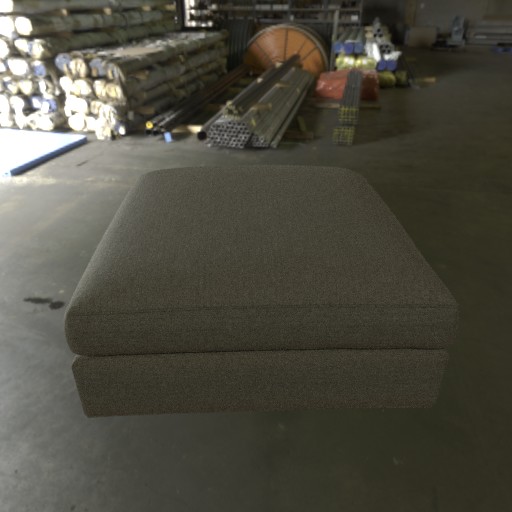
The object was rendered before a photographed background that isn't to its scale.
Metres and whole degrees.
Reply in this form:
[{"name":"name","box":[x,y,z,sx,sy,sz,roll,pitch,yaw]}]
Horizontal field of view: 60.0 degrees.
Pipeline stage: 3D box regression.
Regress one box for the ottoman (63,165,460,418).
[{"name":"ottoman","box":[0.000,0.000,1.604,1.041,0.470,1.041,-1,30,-2]}]
